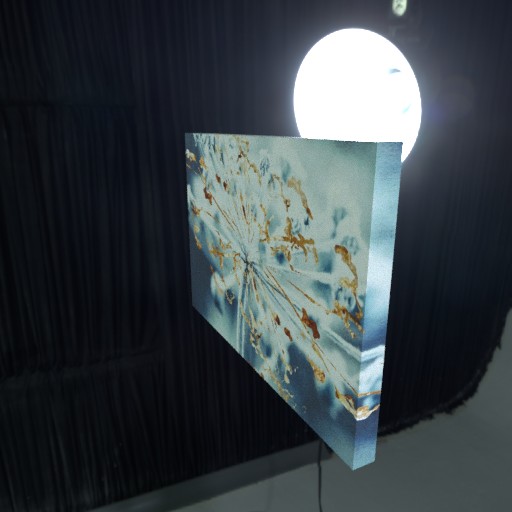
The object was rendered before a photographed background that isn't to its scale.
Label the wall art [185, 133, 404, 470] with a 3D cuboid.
[{"bbox_3d":[0.000,0.000,0.774,0.036,0.405,0.607,-8,18,-26],"label":"wall art"}]
